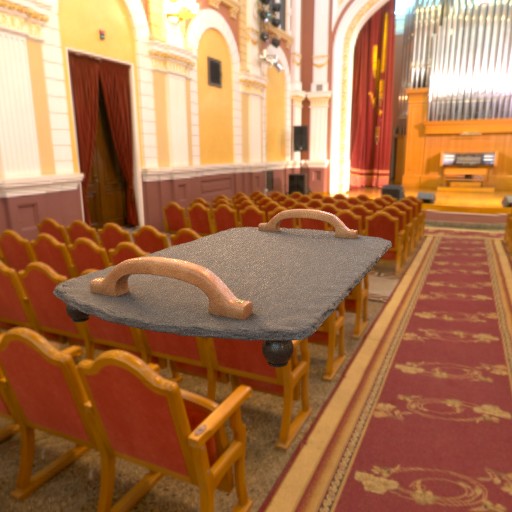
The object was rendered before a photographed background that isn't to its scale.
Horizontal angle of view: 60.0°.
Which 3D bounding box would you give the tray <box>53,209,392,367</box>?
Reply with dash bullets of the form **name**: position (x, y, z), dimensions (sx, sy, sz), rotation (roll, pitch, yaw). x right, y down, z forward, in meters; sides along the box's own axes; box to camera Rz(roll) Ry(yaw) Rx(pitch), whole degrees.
- **tray**: position (0.000, 0.000, 0.463), dimensions (0.231, 0.062, 0.387), rotation (6, 15, 25)
